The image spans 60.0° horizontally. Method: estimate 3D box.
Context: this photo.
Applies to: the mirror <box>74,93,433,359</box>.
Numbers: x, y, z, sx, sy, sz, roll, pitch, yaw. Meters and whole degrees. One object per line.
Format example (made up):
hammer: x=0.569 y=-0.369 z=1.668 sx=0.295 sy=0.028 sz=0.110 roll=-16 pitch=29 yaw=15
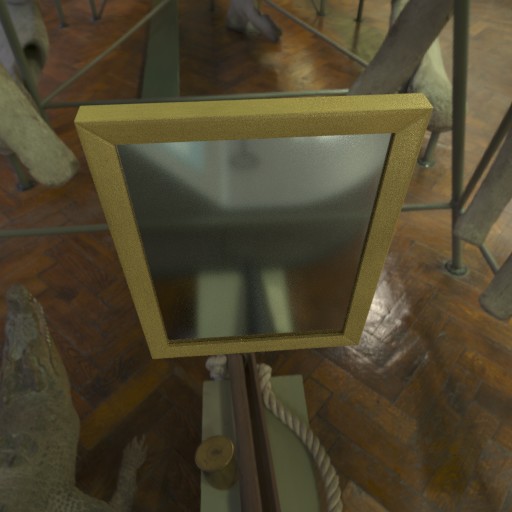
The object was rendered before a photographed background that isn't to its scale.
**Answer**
mirror: x=0.000 y=0.000 z=0.697 sx=0.405 sy=0.508 sz=0.041 roll=-3 pitch=47 yaw=-3
